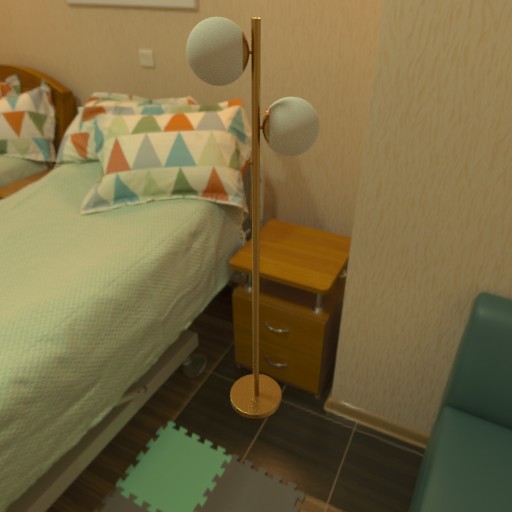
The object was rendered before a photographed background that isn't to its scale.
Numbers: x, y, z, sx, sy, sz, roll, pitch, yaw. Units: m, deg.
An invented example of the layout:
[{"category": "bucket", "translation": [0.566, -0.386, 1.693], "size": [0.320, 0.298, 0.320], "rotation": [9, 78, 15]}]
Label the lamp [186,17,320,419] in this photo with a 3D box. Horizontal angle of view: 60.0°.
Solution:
[{"category": "lamp", "translation": [0.000, 0.000, 1.724], "size": [0.419, 1.641, 0.249], "rotation": [-1, 32, -2]}]
